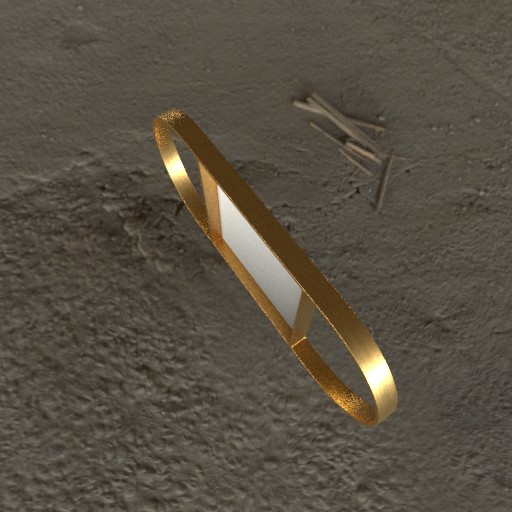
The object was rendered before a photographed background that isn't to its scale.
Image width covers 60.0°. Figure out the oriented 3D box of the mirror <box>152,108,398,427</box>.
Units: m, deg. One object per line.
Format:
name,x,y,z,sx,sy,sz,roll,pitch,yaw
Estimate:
mirror,0.000,0.000,0.688,0.032,0.254,0.584,-32,68,-15
